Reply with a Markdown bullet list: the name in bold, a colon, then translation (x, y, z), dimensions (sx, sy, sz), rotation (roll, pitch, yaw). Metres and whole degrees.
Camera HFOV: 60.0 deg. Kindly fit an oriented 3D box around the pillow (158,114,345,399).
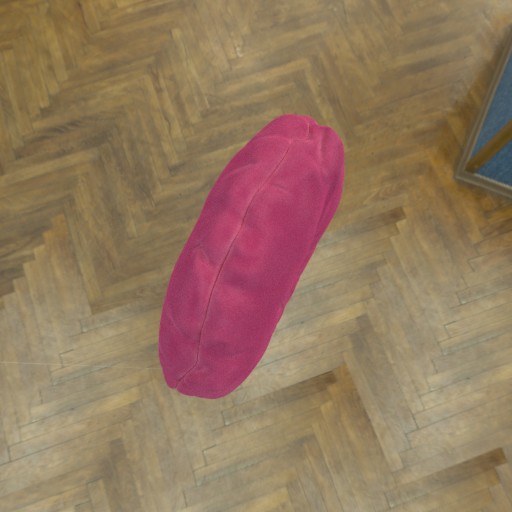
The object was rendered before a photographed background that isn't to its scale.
- **pillow**: translation (0.000, 0.000, 0.642), dimensions (0.148, 0.407, 0.428), rotation (27, 77, 7)
